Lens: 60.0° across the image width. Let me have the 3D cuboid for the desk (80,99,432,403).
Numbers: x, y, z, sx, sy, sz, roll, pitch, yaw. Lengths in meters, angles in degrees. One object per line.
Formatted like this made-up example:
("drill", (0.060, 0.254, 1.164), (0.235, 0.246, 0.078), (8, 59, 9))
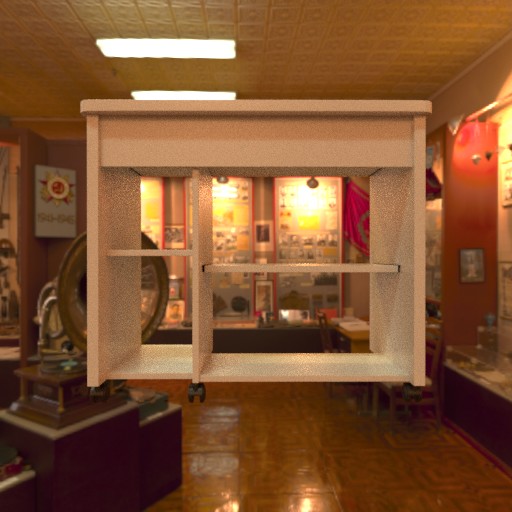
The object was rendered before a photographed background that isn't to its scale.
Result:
("desk", (0.000, 0.000, 1.316), (0.877, 0.763, 0.475), (0, 0, 0))
